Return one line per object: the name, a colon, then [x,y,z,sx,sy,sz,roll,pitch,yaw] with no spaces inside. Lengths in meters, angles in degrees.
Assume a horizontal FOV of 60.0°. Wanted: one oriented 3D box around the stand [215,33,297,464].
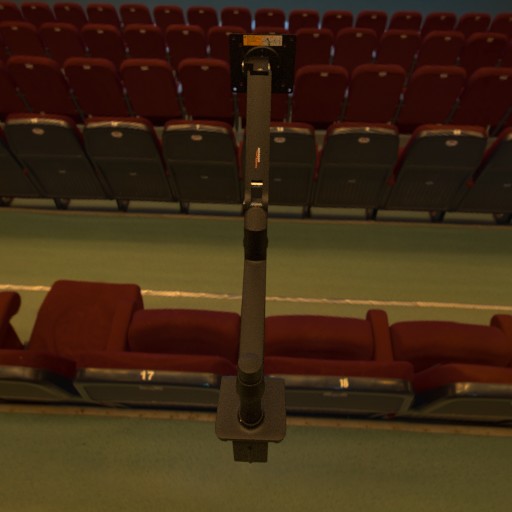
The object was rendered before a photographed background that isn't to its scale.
stand: [0.000,0.000,0.992,0.152,0.713,0.650,2,46,1]
